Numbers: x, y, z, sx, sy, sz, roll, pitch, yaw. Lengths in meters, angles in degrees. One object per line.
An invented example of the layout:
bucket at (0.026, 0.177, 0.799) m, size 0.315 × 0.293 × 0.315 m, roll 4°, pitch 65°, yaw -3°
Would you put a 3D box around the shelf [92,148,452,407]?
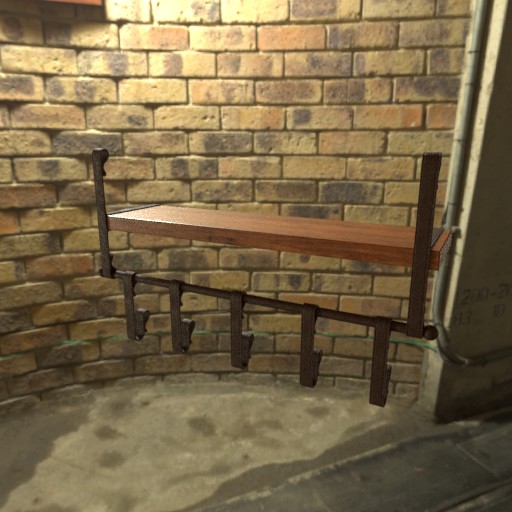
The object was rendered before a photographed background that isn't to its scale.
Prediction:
shelf at (0.000, 0.000, 0.705) m, size 0.567 × 0.330 × 0.146 m, roll 8°, pitch 16°, yaw 27°
